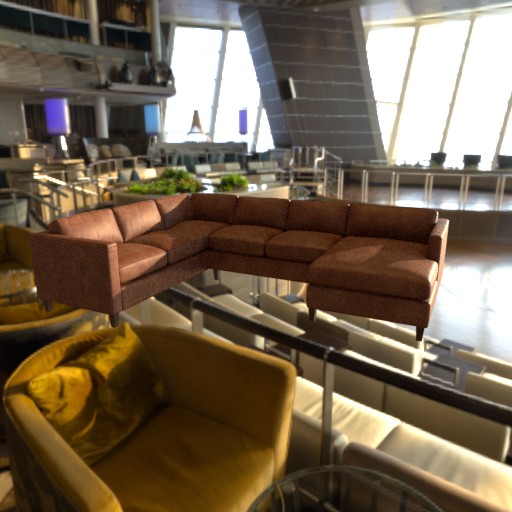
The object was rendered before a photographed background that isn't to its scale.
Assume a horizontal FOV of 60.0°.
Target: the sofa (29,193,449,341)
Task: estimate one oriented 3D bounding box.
[{"bbox_3d":[0.000,0.000,4.376,3.324,0.888,2.452,7,17,25],"label":"sofa"}]
